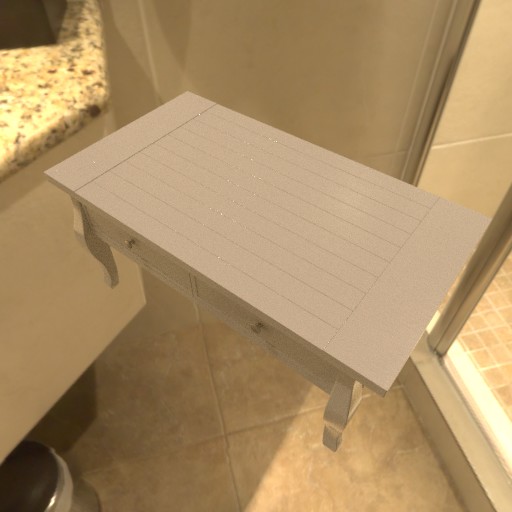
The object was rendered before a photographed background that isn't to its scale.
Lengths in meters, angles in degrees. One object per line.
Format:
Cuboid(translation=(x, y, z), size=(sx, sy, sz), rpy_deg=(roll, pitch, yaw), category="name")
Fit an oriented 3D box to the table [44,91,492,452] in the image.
Cuboid(translation=(0.000, 0.000, 1.369), size=(1.062, 0.495, 0.600), rpy_deg=(30, 55, 24), category="table")
